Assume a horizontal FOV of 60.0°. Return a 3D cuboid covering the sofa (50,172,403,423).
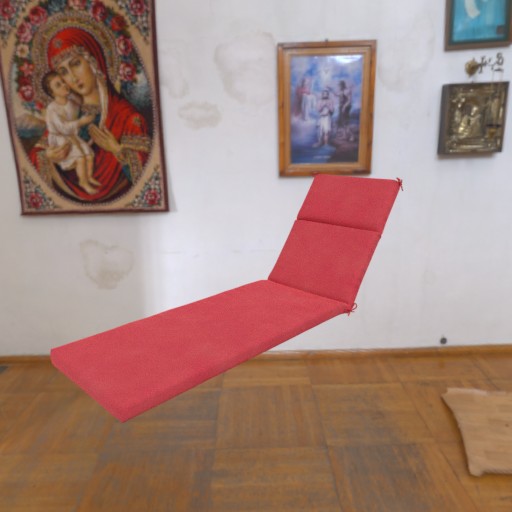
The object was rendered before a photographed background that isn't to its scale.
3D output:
[{"bbox_3d":[0.000,0.000,1.961,0.582,0.622,1.663,14,21,42],"label":"sofa"}]
